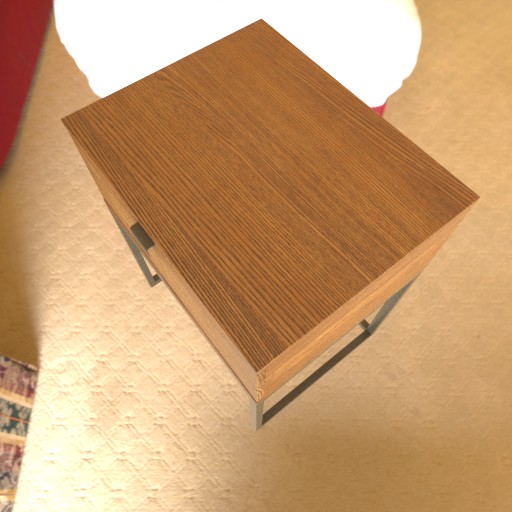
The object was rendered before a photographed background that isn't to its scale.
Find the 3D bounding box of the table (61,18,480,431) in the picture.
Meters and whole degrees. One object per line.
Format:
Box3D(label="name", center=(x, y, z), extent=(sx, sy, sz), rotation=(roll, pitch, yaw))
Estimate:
Box3D(label="table", center=(0.000, 0.000, 0.905), extent=(0.400, 0.610, 0.482), rotation=(-35, 68, -16))
